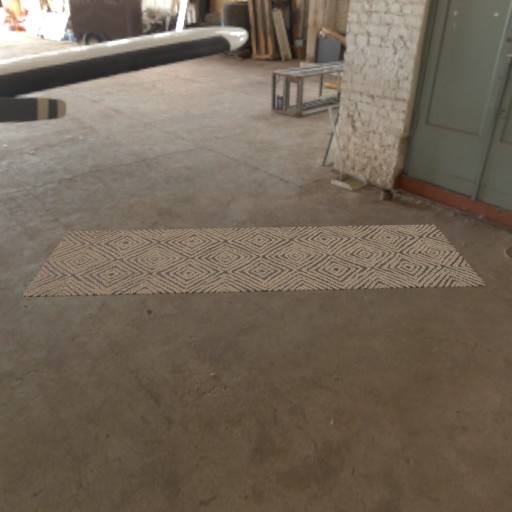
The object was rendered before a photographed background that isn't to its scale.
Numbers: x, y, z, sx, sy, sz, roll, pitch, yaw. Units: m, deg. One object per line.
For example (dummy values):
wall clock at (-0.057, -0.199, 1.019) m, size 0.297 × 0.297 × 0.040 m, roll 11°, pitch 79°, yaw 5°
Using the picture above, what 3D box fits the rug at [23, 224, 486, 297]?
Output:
rug at (0.000, 0.000, 2.462) m, size 2.277 × 0.008 × 0.676 m, roll -1°, pitch 31°, yaw -2°
